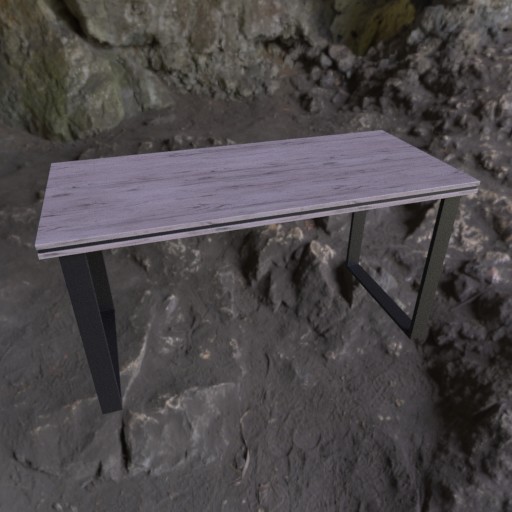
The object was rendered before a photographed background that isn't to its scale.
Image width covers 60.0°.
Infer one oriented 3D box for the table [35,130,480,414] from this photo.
[{"bbox_3d":[0.000,0.000,2.242,1.778,0.899,0.795,-10,33,-15],"label":"table"}]
